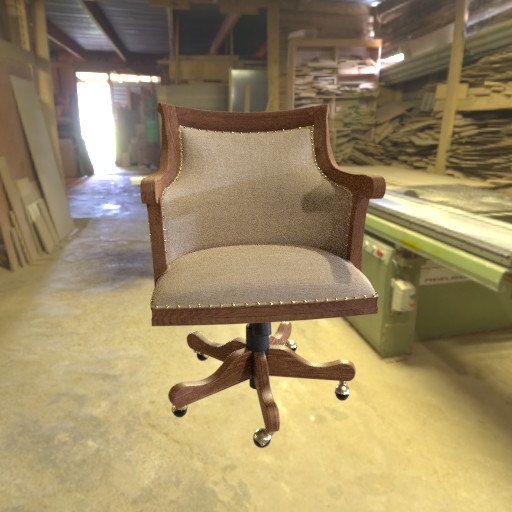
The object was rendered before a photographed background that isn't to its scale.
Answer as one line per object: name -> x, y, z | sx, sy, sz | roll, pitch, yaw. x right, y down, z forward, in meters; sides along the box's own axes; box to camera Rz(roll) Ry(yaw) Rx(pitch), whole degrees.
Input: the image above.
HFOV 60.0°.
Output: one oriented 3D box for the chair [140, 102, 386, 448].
chair -> 0.000, 0.000, 1.439 | 0.656, 0.965, 0.689 | -2, 16, -7
